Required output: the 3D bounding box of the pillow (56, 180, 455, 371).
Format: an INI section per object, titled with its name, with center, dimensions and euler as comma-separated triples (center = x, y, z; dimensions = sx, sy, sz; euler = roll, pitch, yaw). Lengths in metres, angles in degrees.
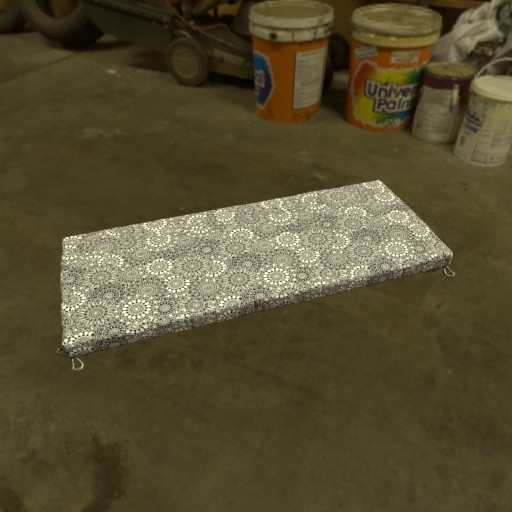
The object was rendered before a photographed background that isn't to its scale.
[pillow]
center = 0.000, 0.000, 1.385
dimensions = 1.187, 0.081, 0.492
euler = -12, 42, -13
